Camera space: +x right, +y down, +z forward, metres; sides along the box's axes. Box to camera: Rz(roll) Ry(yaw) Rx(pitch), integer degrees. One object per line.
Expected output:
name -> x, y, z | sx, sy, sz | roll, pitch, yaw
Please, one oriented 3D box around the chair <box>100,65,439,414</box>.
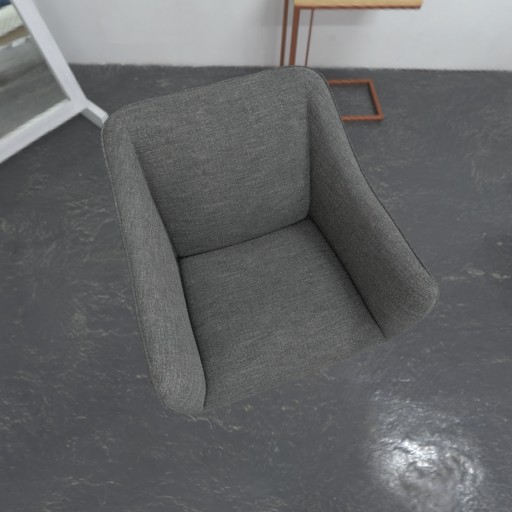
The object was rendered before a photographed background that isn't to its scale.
chair -> 0.000, 0.000, 1.554 | 0.870, 0.829, 0.851 | -18, 62, -10
